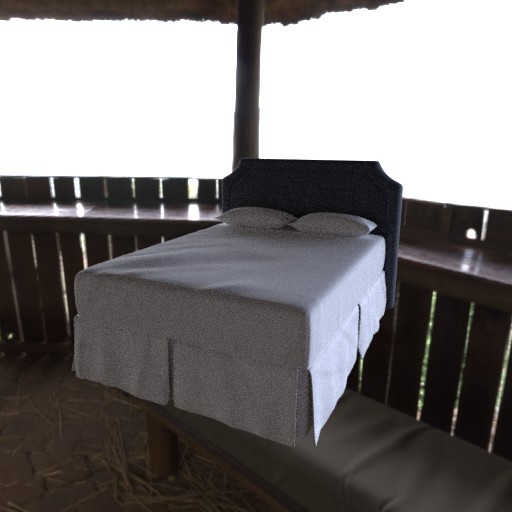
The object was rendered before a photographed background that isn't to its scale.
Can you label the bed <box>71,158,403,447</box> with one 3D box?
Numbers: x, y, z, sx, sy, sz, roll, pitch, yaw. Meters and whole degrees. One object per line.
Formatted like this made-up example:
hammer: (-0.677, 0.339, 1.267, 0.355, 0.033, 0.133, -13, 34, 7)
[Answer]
bed: (0.000, 0.000, 3.196, 1.693, 1.290, 2.116, 7, 16, 25)
